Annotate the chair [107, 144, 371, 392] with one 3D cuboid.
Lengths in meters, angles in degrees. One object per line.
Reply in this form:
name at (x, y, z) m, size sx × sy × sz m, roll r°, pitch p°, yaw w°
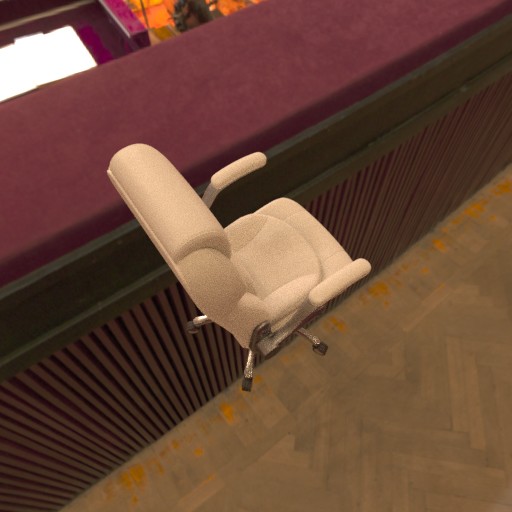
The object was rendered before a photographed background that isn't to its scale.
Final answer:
chair at (0.000, 0.000, 1.854) m, size 0.806 × 1.330 × 0.755 m, roll -30°, pitch 63°, yaw -18°
